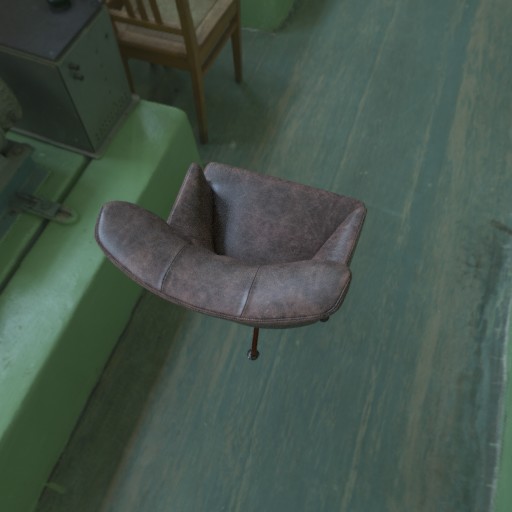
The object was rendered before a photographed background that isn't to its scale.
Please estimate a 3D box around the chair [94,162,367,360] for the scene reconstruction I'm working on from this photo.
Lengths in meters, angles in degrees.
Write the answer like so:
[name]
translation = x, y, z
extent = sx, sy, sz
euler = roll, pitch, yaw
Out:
[chair]
translation = 0.000, 0.000, 1.498
extent = 0.641, 1.035, 0.762
euler = 16, 64, 8
